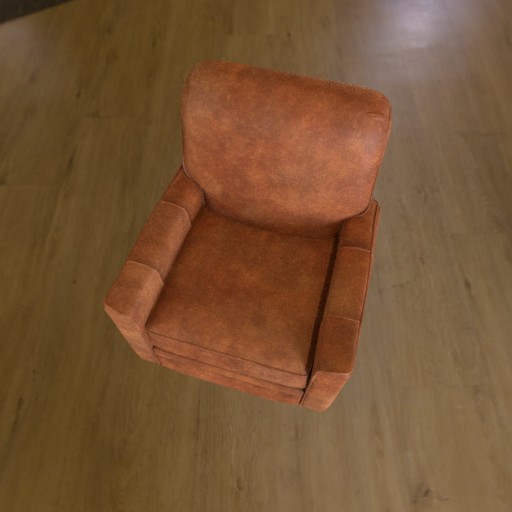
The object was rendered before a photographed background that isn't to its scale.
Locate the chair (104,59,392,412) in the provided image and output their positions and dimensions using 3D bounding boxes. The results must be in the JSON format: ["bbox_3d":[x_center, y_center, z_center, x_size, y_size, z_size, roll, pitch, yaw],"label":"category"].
[{"bbox_3d":[0.000,0.000,1.679,0.843,1.043,0.836,14,60,8],"label":"chair"}]
